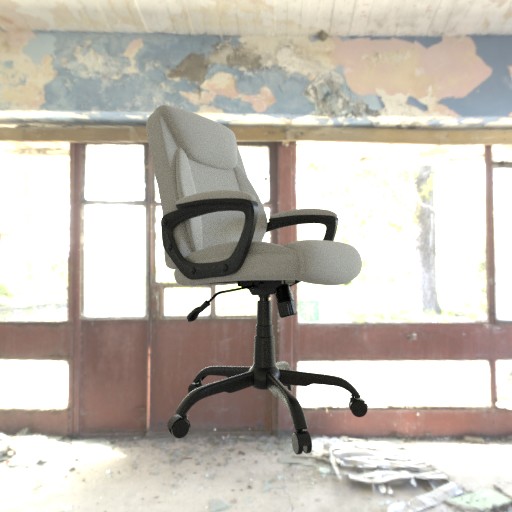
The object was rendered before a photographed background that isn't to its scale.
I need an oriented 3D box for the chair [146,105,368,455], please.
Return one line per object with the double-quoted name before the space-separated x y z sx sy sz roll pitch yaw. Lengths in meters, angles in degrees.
"chair" 0.000 0.000 1.512 0.669 1.065 0.663 -1 -1 37
